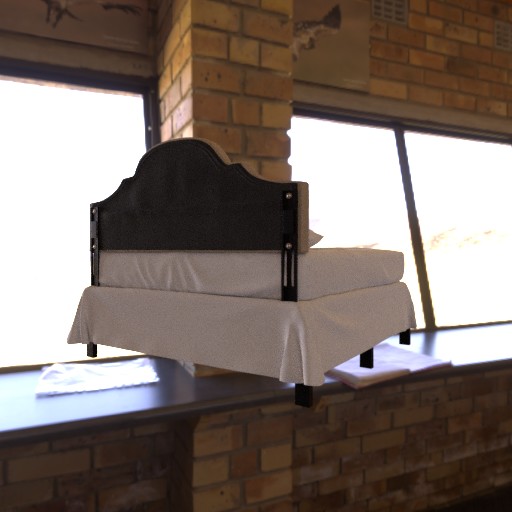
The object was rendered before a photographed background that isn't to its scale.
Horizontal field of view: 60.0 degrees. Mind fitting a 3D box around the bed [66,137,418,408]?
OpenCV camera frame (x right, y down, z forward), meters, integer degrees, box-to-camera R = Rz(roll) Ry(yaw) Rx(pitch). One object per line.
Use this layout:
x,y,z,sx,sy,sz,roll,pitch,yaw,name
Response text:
0.000,0.000,3.818,2.303,1.631,2.222,1,1,35,bed
